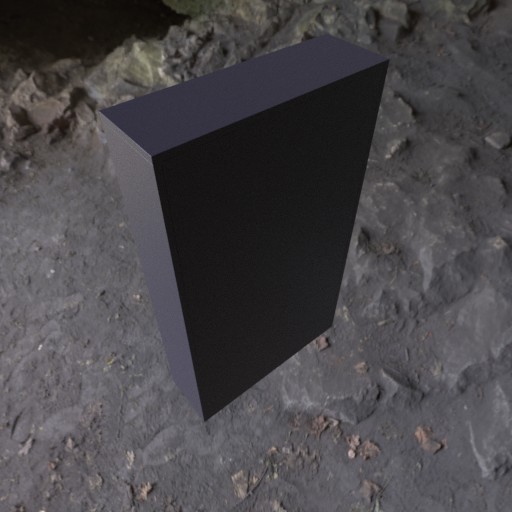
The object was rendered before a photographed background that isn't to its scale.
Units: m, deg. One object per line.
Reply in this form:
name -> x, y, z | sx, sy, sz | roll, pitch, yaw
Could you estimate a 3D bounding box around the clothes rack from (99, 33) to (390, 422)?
clothes rack -> 0.000, 0.000, 1.588 | 0.750, 1.280, 0.250 | -31, 54, -26
